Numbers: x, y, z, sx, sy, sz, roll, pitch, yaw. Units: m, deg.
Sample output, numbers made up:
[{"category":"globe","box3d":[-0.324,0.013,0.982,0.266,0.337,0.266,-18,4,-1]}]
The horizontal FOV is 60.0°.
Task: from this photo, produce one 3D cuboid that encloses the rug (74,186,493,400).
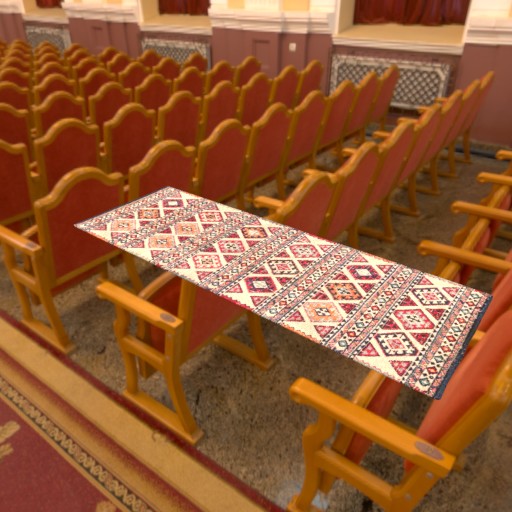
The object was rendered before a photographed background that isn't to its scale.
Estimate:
[{"category":"rug","box3d":[0.000,0.000,2.548,2.362,0.008,0.832,22,37,31]}]
